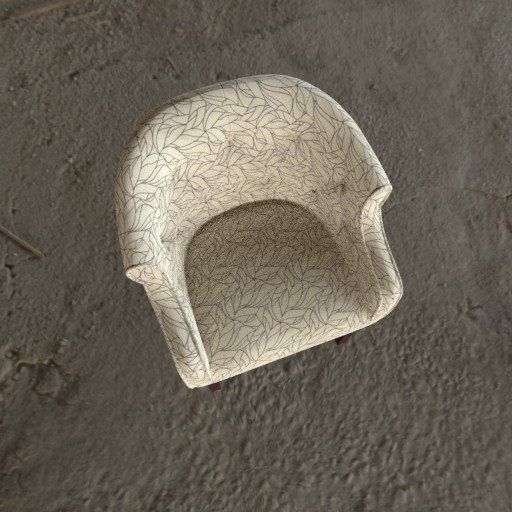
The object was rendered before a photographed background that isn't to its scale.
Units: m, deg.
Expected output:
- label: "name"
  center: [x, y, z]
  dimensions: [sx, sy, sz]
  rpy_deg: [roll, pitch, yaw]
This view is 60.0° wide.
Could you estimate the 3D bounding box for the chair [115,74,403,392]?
- label: "chair"
  center: [0.000, 0.000, 1.346]
  dimensions: [0.686, 0.858, 0.613]
  rpy_deg: [-18, 66, -9]
